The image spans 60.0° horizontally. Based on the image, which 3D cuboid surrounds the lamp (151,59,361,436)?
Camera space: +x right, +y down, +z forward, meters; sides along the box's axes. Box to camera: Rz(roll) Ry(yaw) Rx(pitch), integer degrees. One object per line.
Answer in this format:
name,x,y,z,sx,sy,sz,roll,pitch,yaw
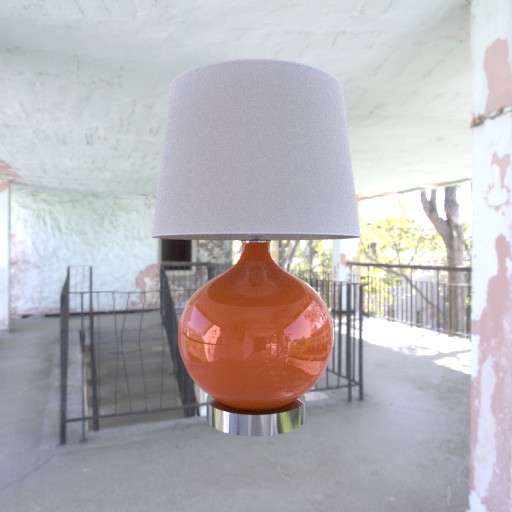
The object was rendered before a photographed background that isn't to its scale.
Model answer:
lamp,0.000,0.000,0.535,0.247,0.387,0.247,0,0,0
